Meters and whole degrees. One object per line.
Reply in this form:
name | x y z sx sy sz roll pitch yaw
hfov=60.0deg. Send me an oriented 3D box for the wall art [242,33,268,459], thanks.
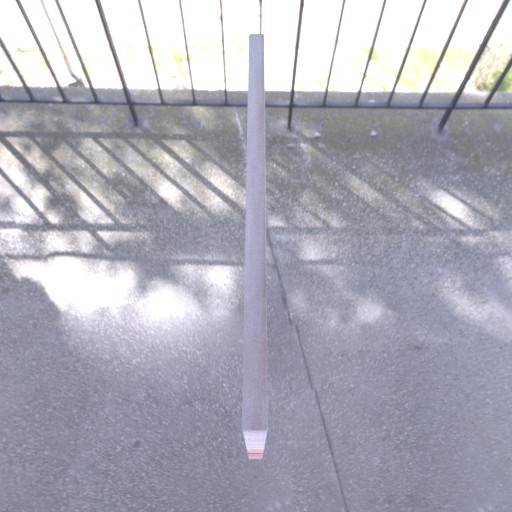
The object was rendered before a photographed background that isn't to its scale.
wall art | 0.000 0.000 1.139 0.038 0.609 0.913 0 62 0
